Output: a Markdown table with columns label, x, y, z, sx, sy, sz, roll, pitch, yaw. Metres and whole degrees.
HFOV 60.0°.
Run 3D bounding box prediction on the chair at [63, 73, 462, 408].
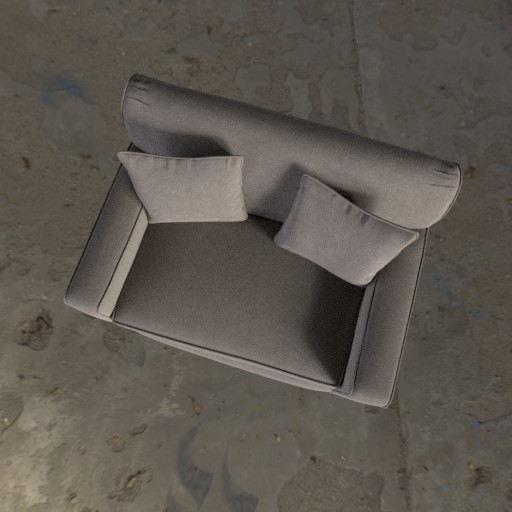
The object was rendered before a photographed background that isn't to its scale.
| label | x | y | z | sx | sy | sz | roll | pitch | yaw |
| --- | --- | --- | --- | --- | --- | --- | --- | --- | --- |
| chair | 0.000 | 0.000 | 2.021 | 1.395 | 0.953 | 0.992 | 17 | 76 | 4 |
